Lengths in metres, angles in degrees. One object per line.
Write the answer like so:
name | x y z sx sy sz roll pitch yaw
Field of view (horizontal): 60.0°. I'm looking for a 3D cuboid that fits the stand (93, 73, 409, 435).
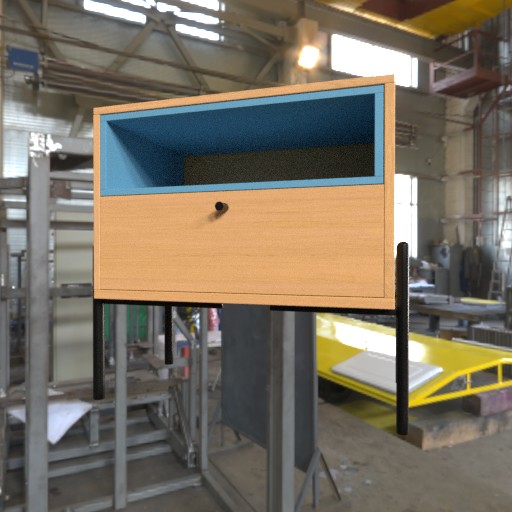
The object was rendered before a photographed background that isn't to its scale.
stand | 0.000 0.000 0.978 0.630 0.600 0.400 0 0 17
